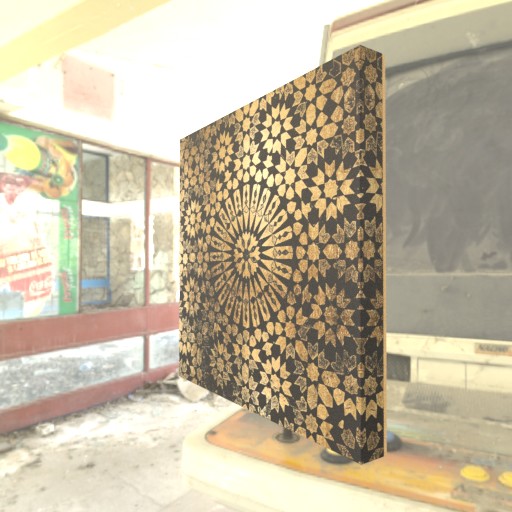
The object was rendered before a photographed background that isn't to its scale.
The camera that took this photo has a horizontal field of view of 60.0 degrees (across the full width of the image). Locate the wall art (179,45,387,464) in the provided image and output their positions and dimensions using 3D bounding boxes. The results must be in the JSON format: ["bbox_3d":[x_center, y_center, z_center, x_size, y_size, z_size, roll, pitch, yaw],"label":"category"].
[{"bbox_3d":[0.000,0.000,0.603,0.038,0.405,0.405,1,-1,-35],"label":"wall art"}]
